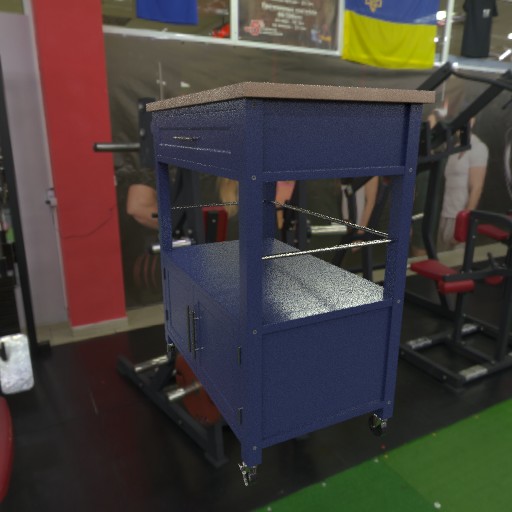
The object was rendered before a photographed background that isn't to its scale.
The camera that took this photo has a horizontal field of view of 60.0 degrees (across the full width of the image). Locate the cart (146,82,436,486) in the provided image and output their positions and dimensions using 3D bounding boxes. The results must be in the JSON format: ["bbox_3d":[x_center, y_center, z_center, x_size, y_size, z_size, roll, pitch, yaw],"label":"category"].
[{"bbox_3d":[0.000,0.000,1.351,0.459,0.901,0.840,-8,18,-25],"label":"cart"}]
